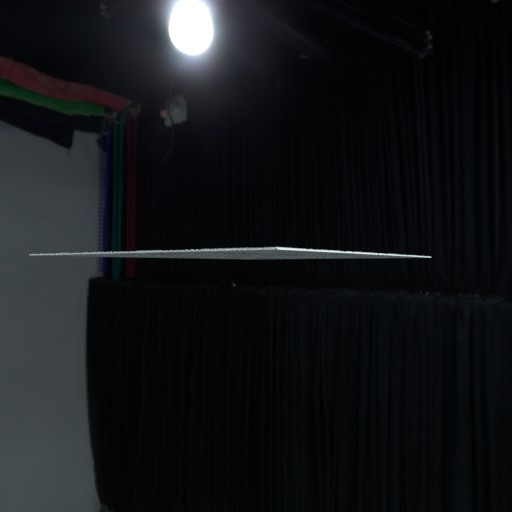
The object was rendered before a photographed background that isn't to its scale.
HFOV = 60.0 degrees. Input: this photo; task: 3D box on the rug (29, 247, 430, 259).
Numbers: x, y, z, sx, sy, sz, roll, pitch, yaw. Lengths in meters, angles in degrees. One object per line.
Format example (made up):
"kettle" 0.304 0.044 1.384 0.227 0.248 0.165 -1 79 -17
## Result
"rug" 0.000 0.000 4.157 2.423 0.014 3.040 -1 -1 35
